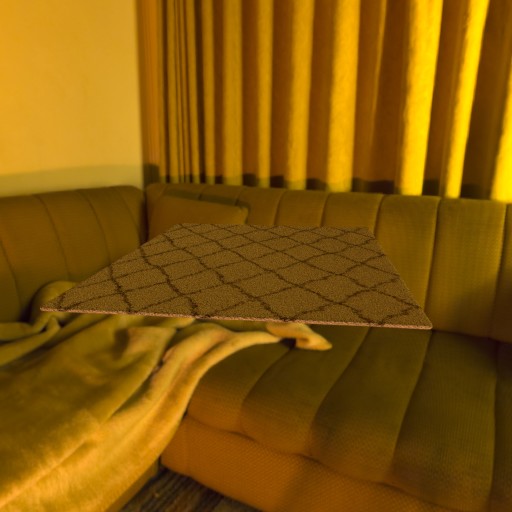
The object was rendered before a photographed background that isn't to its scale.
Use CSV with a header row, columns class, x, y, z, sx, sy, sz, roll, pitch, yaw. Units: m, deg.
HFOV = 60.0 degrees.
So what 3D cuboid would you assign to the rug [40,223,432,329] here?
class,x,y,z,sx,sy,sz,roll,pitch,yaw
rug,0.000,0.000,4.159,2.438,0.029,3.047,2,15,7
